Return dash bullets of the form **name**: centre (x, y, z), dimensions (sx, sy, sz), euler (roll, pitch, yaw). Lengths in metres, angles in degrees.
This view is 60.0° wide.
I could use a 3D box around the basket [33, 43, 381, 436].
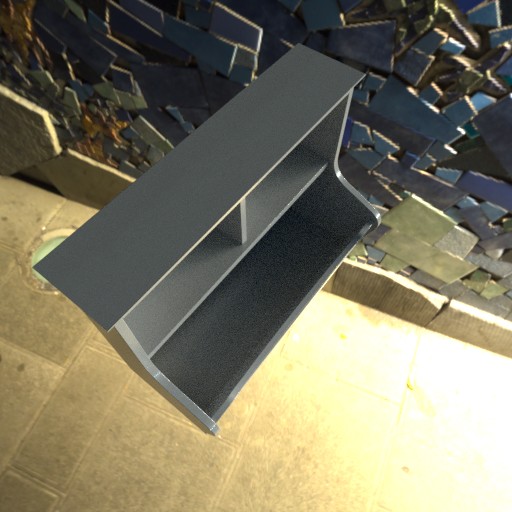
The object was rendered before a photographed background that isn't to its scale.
- **basket**: centre (0.000, 0.000, 1.108), dimensions (0.350, 0.600, 0.780), euler (34, 65, 18)
